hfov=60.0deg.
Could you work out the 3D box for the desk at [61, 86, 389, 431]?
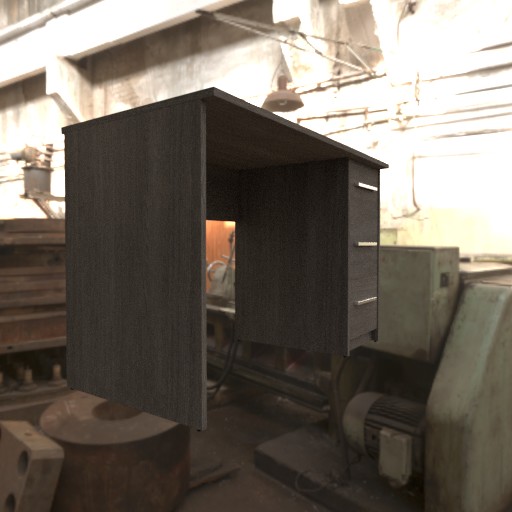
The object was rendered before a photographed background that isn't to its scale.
[{"bbox_3d":[0.000,0.000,1.536,0.560,0.735,1.097,1,2,35],"label":"desk"}]
